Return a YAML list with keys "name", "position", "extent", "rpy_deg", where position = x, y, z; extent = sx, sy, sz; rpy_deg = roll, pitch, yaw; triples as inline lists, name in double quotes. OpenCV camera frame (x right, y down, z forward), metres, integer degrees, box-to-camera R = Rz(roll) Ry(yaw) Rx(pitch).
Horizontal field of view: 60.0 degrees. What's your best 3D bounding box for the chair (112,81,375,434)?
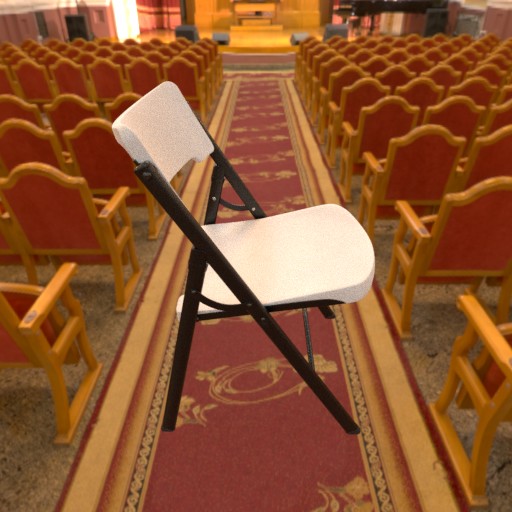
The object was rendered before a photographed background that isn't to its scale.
- name: "chair"
  position: [0.000, 0.000, 1.124]
  extent: [0.577, 0.765, 0.482]
  rpy_deg: [0, 32, 1]
